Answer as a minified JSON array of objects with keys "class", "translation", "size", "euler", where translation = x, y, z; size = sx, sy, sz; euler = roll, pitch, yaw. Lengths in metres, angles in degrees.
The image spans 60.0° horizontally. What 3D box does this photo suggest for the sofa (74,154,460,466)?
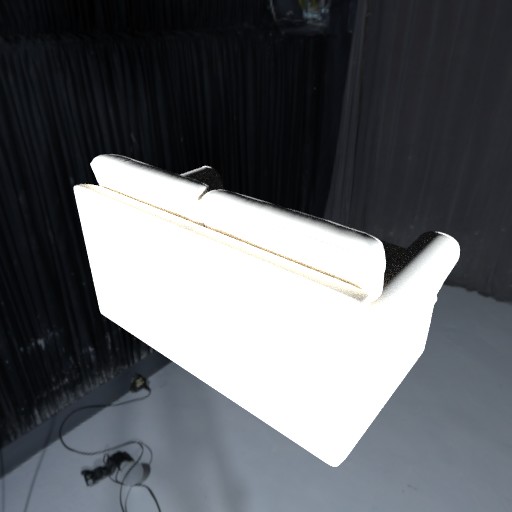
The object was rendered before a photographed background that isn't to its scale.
[{"class":"sofa","translation":[0.000,0.000,2.305],"size":[1.727,0.940,0.991],"euler":[22,36,34]}]
